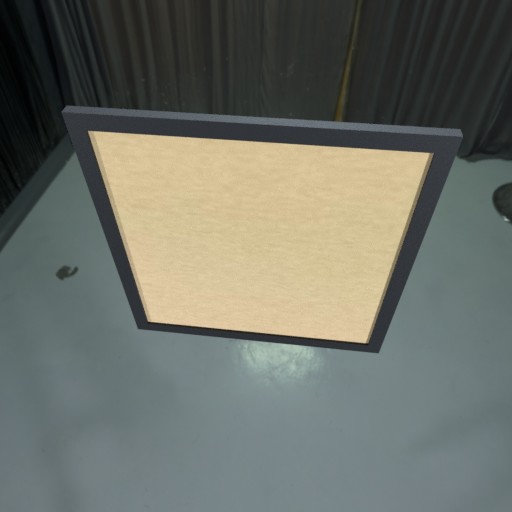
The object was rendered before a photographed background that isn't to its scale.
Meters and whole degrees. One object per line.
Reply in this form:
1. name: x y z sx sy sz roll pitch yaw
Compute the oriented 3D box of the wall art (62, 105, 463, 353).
1. wall art: 0.000 0.000 0.527 0.358 0.357 0.012 5 47 5
